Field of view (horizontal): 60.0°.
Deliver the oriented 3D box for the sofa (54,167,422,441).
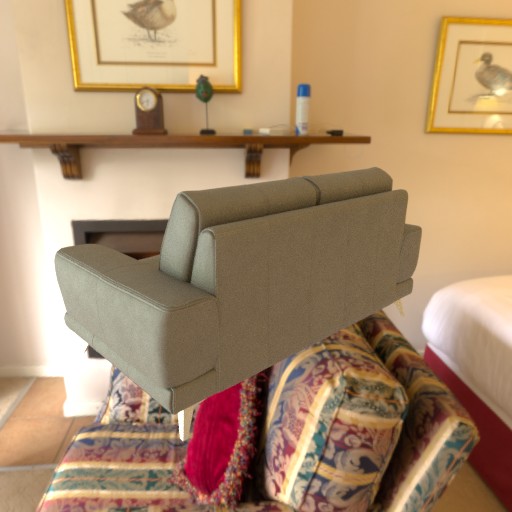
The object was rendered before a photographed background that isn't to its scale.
[{"bbox_3d":[0.000,0.000,2.396,1.806,0.907,1.018,-15,23,-41],"label":"sofa"}]
